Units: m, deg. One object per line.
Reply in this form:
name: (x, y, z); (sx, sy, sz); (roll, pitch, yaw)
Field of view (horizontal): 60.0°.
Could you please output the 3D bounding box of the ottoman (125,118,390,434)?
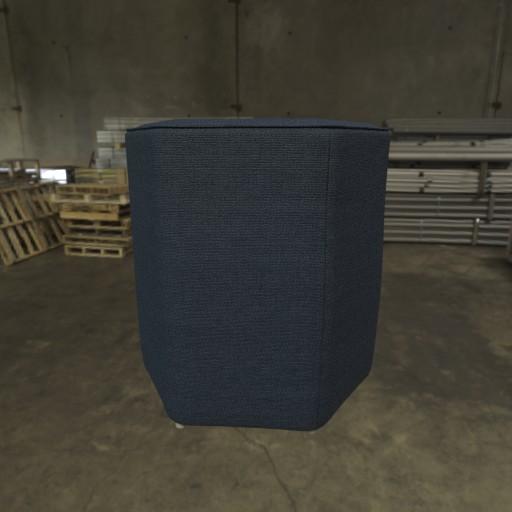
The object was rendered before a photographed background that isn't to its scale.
ottoman: (0.000, 0.000, 0.877); (0.492, 0.505, 0.454); (2, 15, 8)
